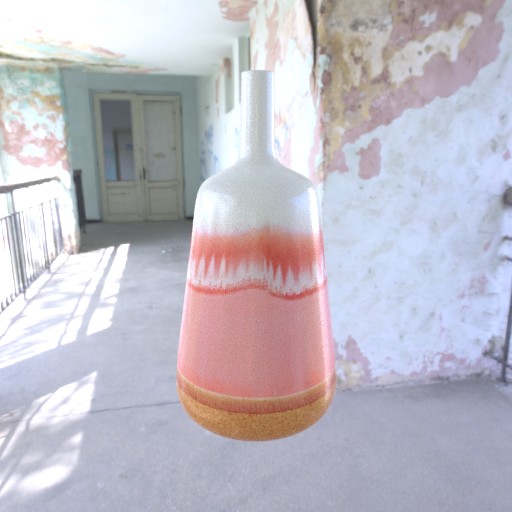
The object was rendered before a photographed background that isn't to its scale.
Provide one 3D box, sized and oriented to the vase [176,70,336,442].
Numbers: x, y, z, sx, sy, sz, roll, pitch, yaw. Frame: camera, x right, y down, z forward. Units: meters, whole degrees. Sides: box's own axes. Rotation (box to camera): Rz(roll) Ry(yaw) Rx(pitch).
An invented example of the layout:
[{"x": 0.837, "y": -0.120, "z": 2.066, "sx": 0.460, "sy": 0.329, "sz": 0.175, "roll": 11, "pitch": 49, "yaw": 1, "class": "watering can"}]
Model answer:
[{"x": 0.000, "y": 0.000, "z": 0.382, "sx": 0.144, "sy": 0.296, "sz": 0.144, "roll": 0, "pitch": 13, "yaw": 0, "class": "vase"}]
